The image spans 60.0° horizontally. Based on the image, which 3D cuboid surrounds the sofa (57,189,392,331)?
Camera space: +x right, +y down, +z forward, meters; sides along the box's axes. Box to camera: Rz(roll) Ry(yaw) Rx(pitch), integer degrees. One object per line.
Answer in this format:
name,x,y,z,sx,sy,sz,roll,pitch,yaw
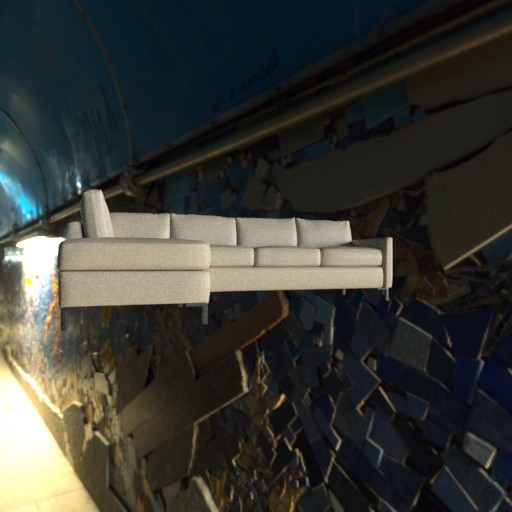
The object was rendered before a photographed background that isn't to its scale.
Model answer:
sofa,0.000,0.000,3.092,2.423,0.703,1.617,0,-1,-19
